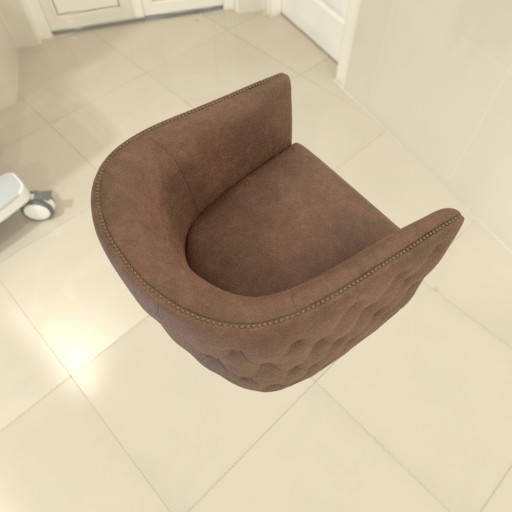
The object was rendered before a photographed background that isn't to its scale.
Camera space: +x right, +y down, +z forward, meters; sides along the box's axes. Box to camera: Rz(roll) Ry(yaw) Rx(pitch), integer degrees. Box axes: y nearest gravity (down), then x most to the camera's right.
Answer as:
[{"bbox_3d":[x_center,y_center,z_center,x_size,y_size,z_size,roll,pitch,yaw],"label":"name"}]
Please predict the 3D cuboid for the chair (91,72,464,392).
[{"bbox_3d":[0.000,0.000,1.531,0.870,0.790,0.850,-32,63,-19],"label":"chair"}]
